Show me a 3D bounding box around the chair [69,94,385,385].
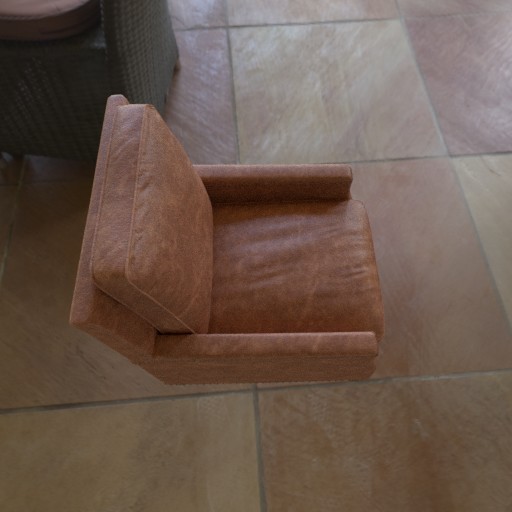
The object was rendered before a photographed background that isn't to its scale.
[{"bbox_3d":[0.000,0.000,1.780,1.035,1.054,0.854,-1,63,-1],"label":"chair"}]
